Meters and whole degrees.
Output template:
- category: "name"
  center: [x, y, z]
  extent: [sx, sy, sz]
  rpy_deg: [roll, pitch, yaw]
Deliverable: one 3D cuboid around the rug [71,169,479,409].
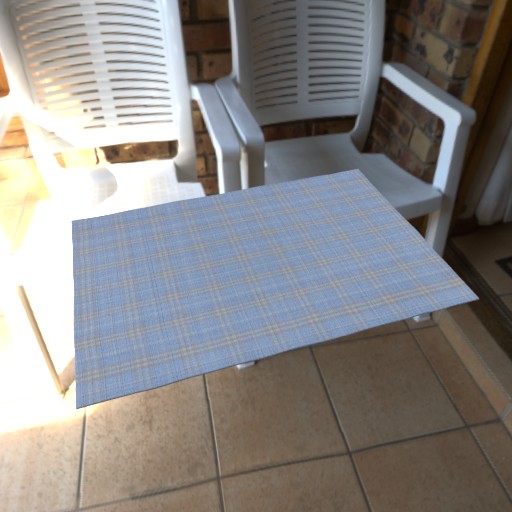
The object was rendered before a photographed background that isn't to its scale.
- category: "rug"
  center: [0.000, 0.000, 2.316]
  extent: [1.835, 0.012, 1.231]
  rpy_deg: [-12, 44, -13]
